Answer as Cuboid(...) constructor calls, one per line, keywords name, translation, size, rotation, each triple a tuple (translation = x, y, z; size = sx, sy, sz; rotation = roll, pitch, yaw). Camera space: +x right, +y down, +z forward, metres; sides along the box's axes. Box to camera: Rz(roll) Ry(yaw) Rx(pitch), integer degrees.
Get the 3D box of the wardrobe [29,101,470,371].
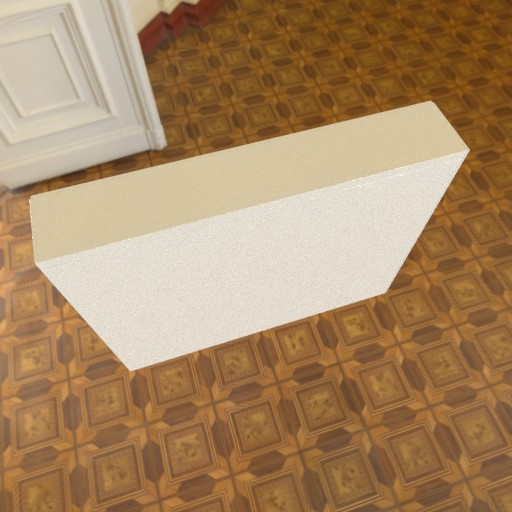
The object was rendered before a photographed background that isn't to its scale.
Cuboid(name="wardrobe", translation=(0.000, 0.000, 4.069), size=(3.000, 2.360, 0.580), rotation=(-16, 61, -9))
